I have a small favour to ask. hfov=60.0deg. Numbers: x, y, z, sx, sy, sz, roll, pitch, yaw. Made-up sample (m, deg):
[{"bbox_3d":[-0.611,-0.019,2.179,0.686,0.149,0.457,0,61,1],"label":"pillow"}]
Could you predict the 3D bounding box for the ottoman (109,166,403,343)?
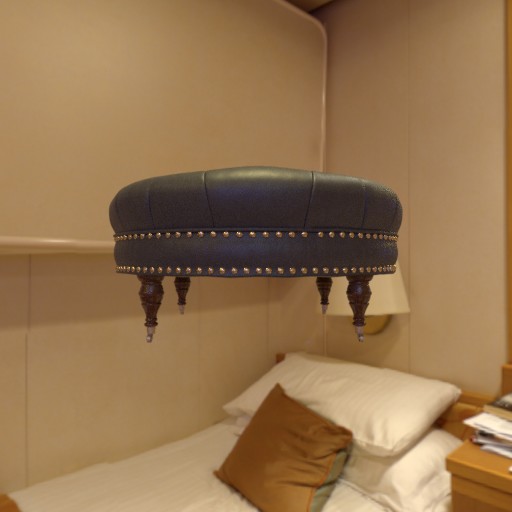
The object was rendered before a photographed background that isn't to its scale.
[{"bbox_3d":[0.000,0.000,1.403,0.901,0.439,0.901,0,0,0],"label":"ottoman"}]
